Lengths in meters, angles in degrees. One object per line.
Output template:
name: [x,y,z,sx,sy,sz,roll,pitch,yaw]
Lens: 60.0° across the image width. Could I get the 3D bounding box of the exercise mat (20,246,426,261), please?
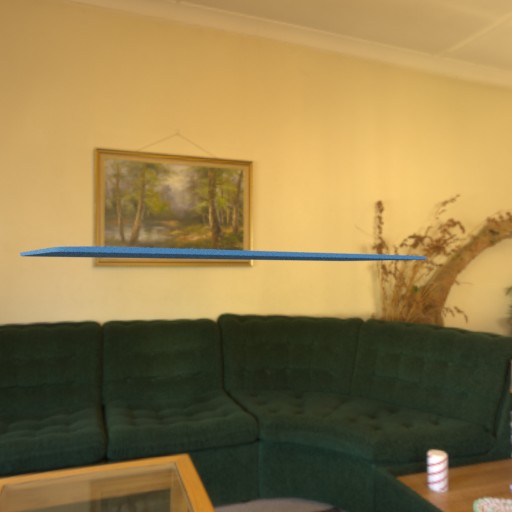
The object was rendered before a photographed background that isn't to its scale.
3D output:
exercise mat: [0.000,0.000,2.045,1.869,0.021,0.616,1,-2,-37]
